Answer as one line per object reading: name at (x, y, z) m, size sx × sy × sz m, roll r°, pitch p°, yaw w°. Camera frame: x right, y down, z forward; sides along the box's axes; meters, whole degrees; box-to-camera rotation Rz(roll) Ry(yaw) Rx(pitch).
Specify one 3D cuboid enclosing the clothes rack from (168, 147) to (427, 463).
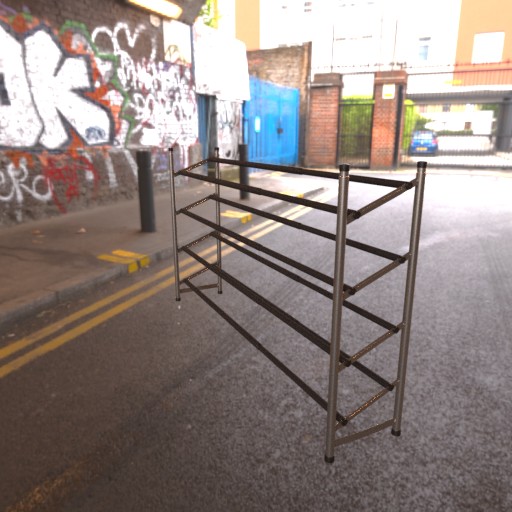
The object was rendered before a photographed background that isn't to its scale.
clothes rack at (0.000, 0.000, 1.472) m, size 0.229 × 0.672 × 1.168 m, roll -8°, pitch 17°, yaw -26°
